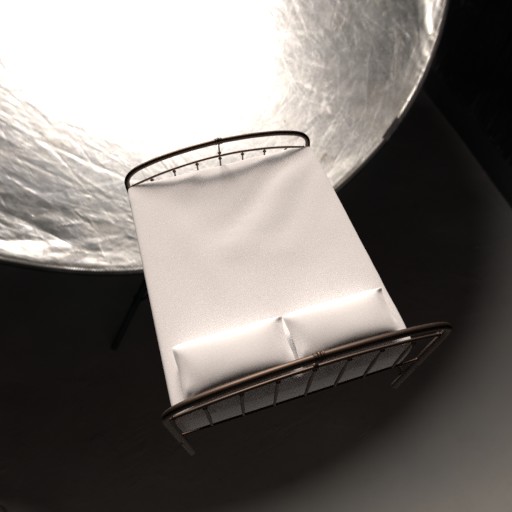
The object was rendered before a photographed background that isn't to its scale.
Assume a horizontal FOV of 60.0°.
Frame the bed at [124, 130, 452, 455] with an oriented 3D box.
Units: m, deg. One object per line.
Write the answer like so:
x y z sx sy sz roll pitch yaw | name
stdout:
0.000 0.000 3.318 1.711 1.425 2.180 -15 59 -9 | bed
